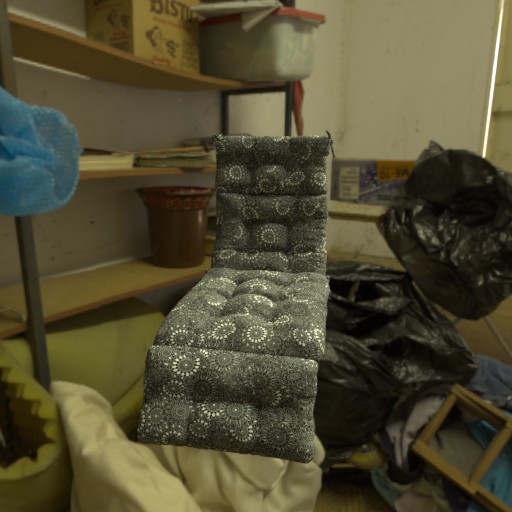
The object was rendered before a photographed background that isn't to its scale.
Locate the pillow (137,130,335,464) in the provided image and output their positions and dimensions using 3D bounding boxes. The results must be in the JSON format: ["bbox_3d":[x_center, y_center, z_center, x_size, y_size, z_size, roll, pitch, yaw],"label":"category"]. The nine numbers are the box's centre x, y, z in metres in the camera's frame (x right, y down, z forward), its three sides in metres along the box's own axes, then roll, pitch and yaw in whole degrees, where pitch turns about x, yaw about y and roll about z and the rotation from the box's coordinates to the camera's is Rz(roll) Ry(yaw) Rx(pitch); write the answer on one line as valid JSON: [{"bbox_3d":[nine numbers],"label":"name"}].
[{"bbox_3d":[0.000,0.000,1.537,0.526,0.863,1.016,2,15,10],"label":"pillow"}]
